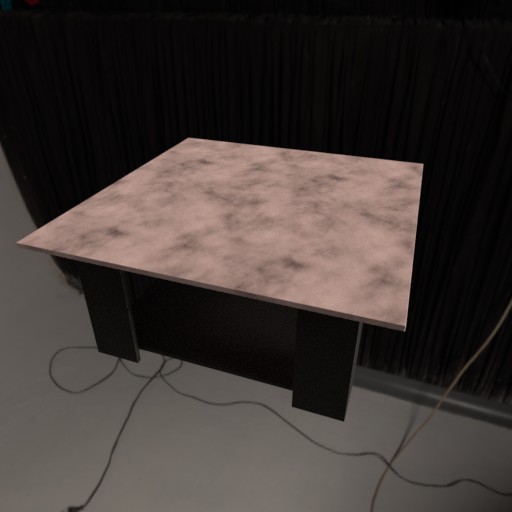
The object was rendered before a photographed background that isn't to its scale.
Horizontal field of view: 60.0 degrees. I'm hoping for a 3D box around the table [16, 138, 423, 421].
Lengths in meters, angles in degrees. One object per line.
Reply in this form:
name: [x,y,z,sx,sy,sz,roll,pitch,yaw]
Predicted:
table: [0.000,0.000,1.042,0.670,0.305,0.670,11,33,17]
